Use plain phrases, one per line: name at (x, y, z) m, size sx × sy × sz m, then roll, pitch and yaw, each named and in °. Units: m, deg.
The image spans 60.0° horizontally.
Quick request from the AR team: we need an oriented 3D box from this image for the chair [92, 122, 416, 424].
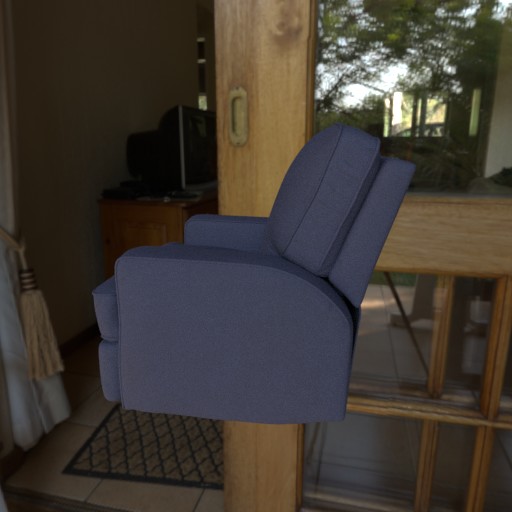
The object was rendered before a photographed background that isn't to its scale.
chair at (0.000, 0.000, 1.670) m, size 0.964 × 0.962 × 0.861 m, roll 2°, pitch 14°, yaw 8°
